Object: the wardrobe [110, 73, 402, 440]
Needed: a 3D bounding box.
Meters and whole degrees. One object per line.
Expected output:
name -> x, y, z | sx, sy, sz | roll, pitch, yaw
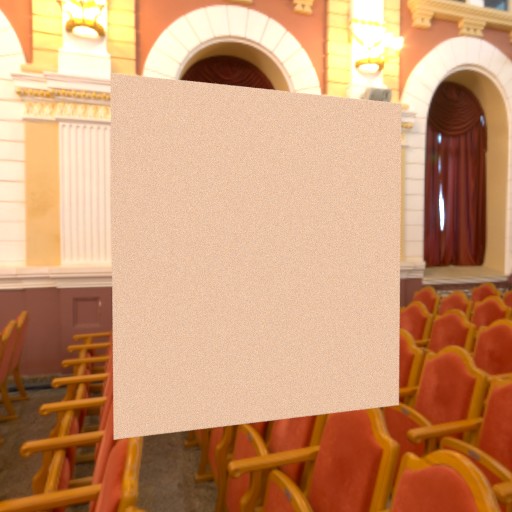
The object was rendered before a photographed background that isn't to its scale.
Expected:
wardrobe -> 0.000, 0.000, 2.984 | 1.830, 2.020, 0.600 | 0, 2, -17
